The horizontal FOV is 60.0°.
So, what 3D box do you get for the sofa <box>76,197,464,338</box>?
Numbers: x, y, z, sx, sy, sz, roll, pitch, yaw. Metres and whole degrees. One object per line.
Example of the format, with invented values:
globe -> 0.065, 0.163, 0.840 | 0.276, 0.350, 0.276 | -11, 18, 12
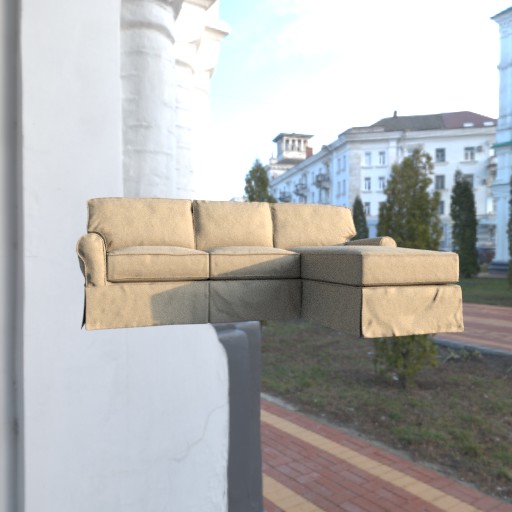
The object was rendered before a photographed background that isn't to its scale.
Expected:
sofa -> 0.000, 0.000, 3.278 | 2.475, 0.978, 1.733 | 0, 1, -18
